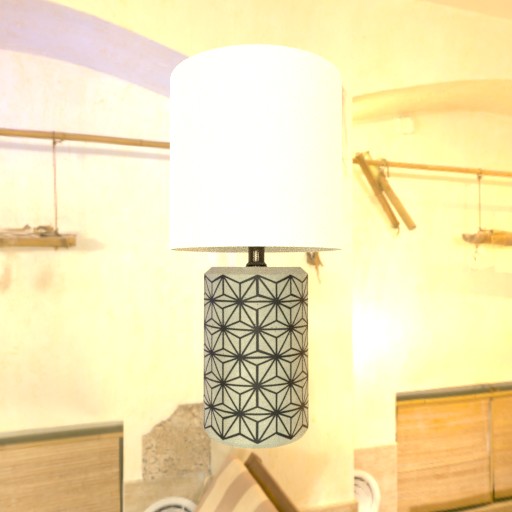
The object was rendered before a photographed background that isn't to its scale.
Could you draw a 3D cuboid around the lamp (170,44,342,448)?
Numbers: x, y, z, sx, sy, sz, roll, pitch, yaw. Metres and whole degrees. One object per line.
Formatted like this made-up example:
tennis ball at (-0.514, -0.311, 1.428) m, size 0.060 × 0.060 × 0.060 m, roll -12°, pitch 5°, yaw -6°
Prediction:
lamp at (0.000, 0.000, 0.538) m, size 0.206 × 0.416 × 0.206 m, roll 0°, pitch -1°, yaw -19°
